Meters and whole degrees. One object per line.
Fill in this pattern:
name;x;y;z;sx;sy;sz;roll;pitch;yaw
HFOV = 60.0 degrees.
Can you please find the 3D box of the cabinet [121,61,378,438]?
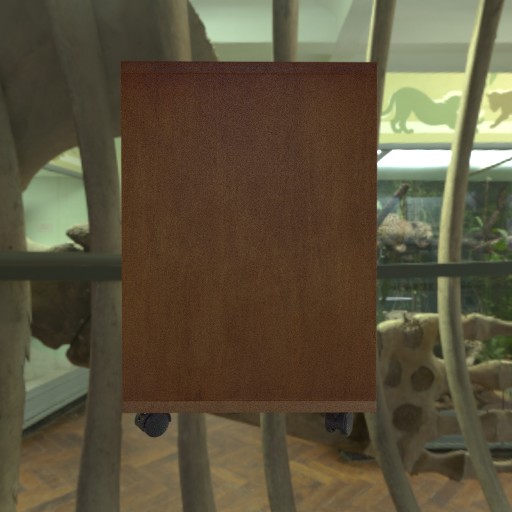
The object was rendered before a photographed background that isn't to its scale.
cabinet;0.000;0.000;0.861;0.401;0.579;0.409;0;1;-1
